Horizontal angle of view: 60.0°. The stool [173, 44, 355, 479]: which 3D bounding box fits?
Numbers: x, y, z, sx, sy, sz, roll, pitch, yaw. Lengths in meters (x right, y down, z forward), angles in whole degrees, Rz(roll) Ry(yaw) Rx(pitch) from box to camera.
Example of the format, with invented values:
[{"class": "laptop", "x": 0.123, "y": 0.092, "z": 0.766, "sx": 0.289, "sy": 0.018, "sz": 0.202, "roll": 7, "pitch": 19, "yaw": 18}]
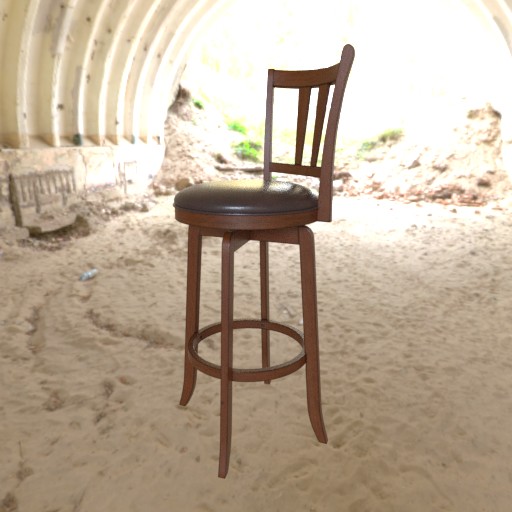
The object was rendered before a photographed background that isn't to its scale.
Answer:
[{"class": "stool", "x": 0.000, "y": 0.000, "z": 1.396, "sx": 0.503, "sy": 1.177, "sz": 0.464, "roll": -7, "pitch": 16, "yaw": -25}]
